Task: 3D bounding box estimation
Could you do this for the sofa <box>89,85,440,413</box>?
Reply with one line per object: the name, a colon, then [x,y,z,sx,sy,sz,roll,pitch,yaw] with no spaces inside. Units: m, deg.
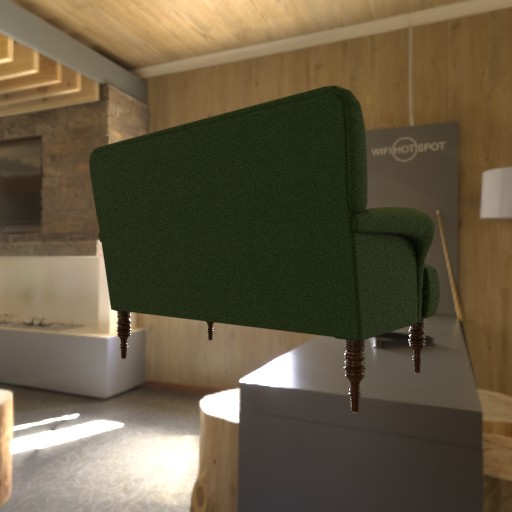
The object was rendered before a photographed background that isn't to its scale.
sofa: [0.000,0.000,1.776,1.297,0.889,0.779,0,0,38]
